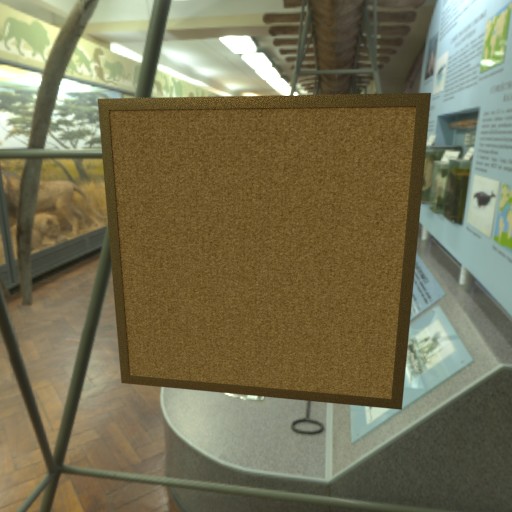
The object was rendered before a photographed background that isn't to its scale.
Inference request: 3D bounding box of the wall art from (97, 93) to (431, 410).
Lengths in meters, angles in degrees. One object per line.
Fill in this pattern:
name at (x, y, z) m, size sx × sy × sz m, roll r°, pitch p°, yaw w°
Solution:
wall art at (0.000, 0.000, 0.750) m, size 0.510 × 0.509 × 0.037 m, roll 2°, pitch 15°, yaw 9°
